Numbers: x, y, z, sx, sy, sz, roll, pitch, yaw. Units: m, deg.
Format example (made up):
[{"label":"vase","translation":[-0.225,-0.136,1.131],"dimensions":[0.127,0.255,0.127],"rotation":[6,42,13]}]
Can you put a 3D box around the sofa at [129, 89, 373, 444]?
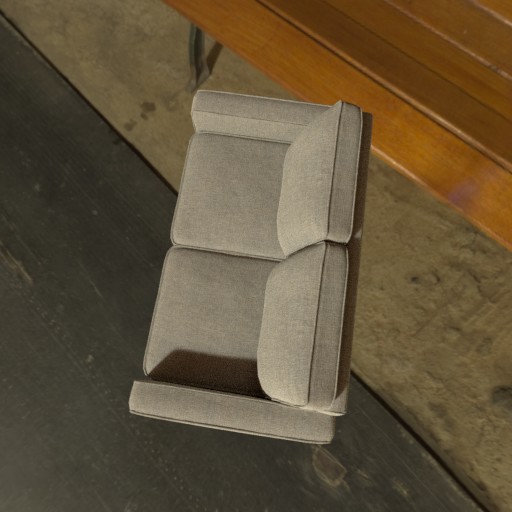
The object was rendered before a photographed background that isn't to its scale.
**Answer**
[{"label":"sofa","translation":[0.000,0.000,2.310],"dimensions":[0.945,0.915,1.706],"rotation":[8,75,2]}]
